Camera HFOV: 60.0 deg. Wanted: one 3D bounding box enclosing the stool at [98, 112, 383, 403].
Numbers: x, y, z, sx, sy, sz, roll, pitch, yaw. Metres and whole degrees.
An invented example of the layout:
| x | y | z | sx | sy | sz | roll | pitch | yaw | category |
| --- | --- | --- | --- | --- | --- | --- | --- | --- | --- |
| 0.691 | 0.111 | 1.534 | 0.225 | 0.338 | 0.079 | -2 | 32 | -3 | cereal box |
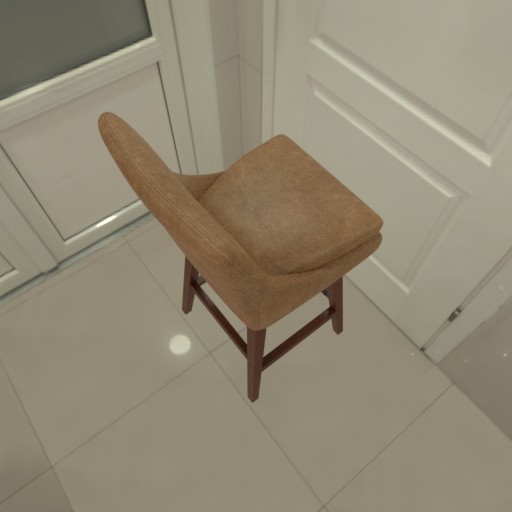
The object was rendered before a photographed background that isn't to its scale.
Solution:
| x | y | z | sx | sy | sz | roll | pitch | yaw | category |
| --- | --- | --- | --- | --- | --- | --- | --- | --- | --- |
| 0.000 | 0.000 | 1.379 | 0.572 | 1.079 | 0.487 | -34 | 64 | -19 | stool |
